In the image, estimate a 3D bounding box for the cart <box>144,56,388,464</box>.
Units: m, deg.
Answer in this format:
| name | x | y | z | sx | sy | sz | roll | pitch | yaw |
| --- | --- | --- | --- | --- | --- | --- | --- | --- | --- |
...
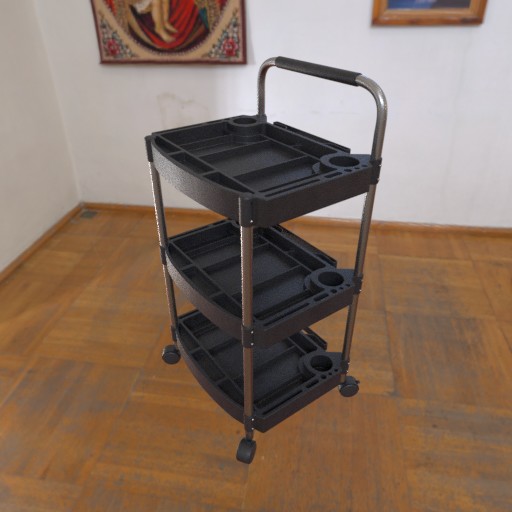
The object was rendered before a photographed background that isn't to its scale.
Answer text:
| name | x | y | z | sx | sy | sz | roll | pitch | yaw |
| --- | --- | --- | --- | --- | --- | --- | --- | --- | --- |
| cart | 0.000 | 0.000 | 1.380 | 0.518 | 1.075 | 0.584 | -21 | 39 | -30 |
